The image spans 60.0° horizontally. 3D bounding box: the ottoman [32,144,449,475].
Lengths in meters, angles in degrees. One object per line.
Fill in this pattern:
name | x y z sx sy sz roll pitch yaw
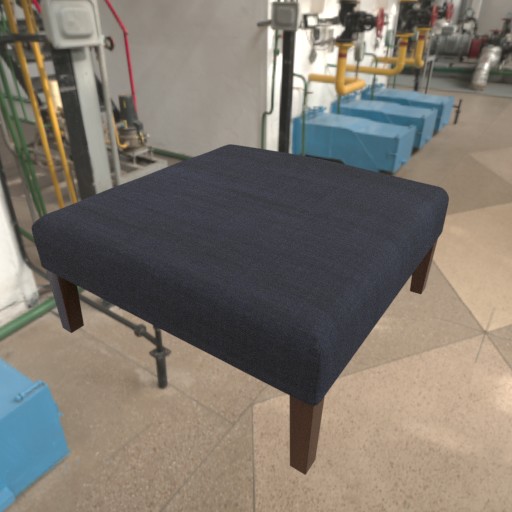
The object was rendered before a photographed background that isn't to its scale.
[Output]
ottoman | 0.000 0.000 1.378 0.890 0.411 0.889 19 36 29
